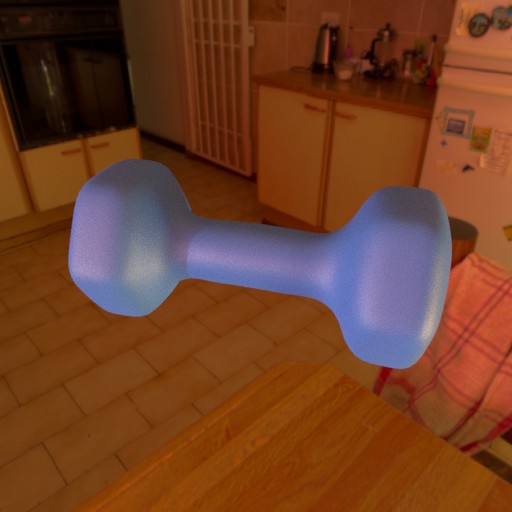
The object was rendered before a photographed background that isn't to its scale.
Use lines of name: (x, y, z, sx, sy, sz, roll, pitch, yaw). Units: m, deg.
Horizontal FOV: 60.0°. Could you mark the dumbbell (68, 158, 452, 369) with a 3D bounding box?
dumbbell: (0.000, 0.000, 0.266, 0.212, 0.093, 0.103, 9, 32, 14)
